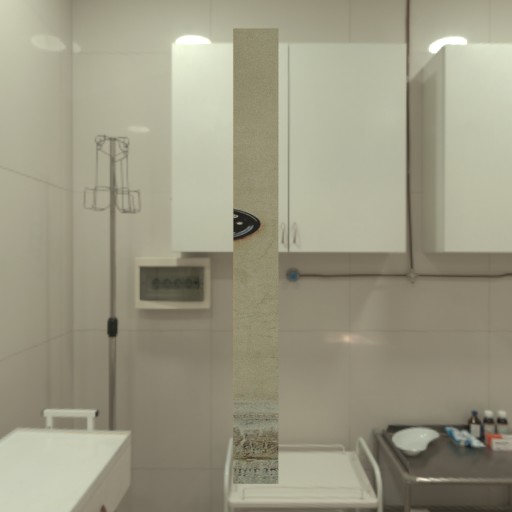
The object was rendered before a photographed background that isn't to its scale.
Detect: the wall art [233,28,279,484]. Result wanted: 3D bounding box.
[{"bbox_3d":[0.000,0.000,0.498,0.038,0.381,0.254,0,0,0],"label":"wall art"}]
